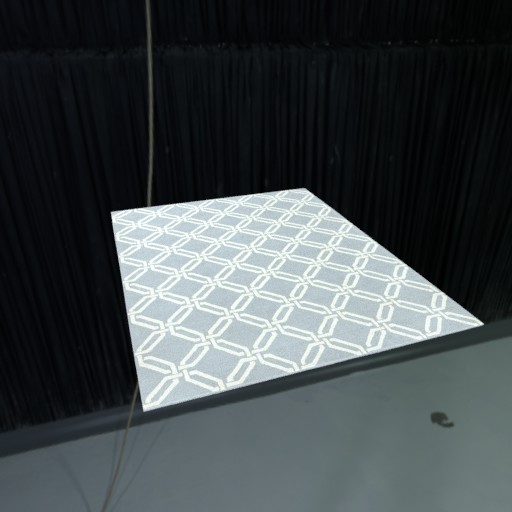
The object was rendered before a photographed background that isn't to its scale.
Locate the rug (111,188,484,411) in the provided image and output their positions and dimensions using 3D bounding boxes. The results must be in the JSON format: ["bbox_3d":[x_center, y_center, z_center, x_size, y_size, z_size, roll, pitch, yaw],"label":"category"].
[{"bbox_3d":[0.000,0.000,3.893,2.288,0.018,2.895,-9,30,-17],"label":"rug"}]
